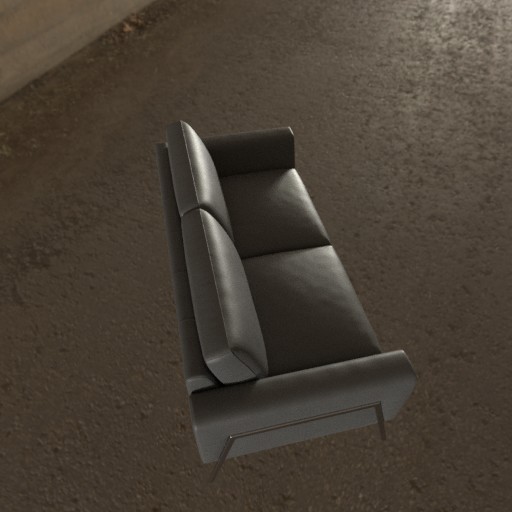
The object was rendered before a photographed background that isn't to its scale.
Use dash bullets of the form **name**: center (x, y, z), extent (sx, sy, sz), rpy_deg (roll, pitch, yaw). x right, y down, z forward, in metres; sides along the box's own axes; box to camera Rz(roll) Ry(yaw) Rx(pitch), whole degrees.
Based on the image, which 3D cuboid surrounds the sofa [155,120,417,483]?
- **sofa**: center (0.000, 0.000, 2.549), extent (0.953, 0.875, 2.017), rpy_deg (-10, 48, -9)
